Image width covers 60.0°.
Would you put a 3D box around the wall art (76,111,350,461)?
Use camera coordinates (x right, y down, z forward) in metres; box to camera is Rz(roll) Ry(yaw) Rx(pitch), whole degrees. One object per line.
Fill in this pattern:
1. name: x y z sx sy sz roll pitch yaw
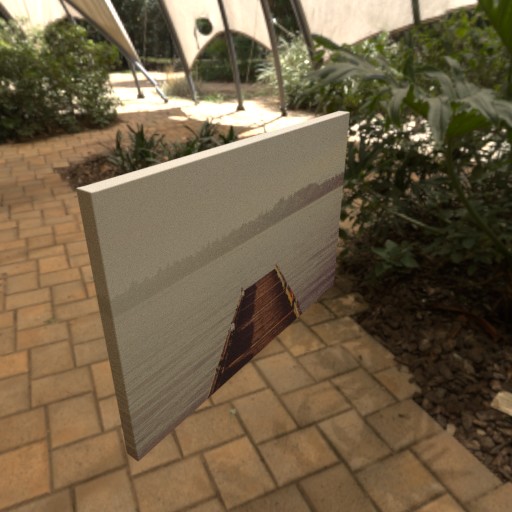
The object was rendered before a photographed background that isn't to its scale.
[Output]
1. wall art: 0.000 0.000 1.156 0.037 0.609 0.916 18 32 32
